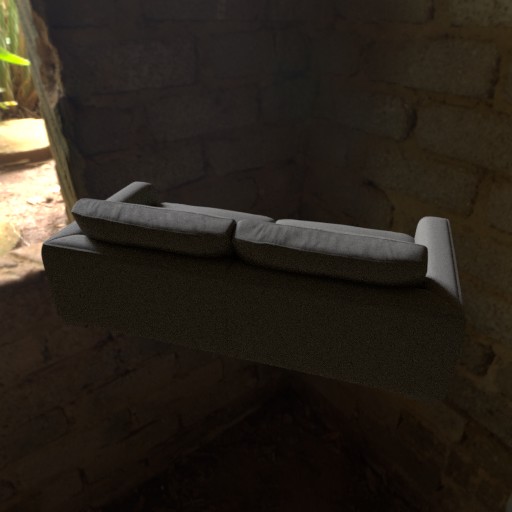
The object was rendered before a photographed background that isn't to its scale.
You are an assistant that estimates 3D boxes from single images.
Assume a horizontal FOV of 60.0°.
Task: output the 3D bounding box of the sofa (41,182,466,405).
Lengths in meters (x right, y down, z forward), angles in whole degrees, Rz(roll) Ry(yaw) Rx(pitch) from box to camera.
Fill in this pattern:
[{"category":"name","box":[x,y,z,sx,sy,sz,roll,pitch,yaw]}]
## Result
[{"category":"sofa","box":[0.000,0.000,2.708,2.262,0.801,1.070,9,32,15]}]
